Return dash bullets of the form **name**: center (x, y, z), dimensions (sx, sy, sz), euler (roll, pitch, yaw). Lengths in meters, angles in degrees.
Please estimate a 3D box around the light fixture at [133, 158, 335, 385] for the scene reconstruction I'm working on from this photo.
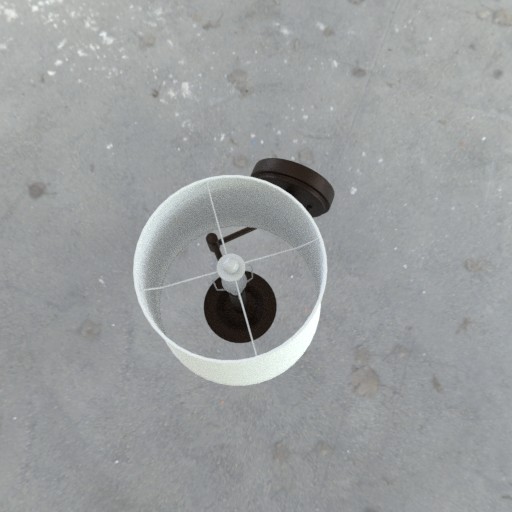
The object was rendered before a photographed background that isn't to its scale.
- **light fixture**: center (0.000, 0.000, 0.270), dimensions (0.100, 0.172, 0.157), euler (21, 76, 5)
